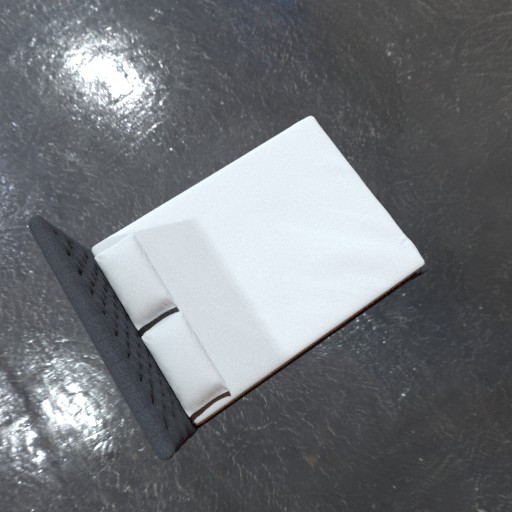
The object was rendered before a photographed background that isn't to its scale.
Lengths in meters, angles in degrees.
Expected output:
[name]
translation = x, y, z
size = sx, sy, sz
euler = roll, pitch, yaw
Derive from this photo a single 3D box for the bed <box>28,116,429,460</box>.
[bed]
translation = 0.000, 0.000, 3.435
size = 2.387, 1.427, 1.698
euler = -33, 78, -8
